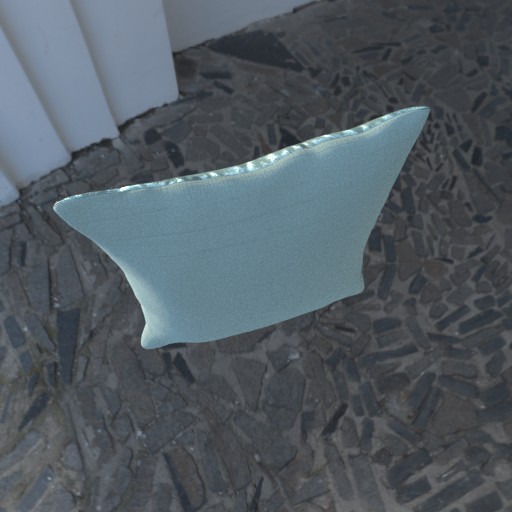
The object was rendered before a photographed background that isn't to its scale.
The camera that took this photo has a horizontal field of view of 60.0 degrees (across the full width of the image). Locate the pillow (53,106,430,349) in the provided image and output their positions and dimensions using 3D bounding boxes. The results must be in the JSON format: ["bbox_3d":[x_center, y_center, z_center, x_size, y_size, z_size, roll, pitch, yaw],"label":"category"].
[{"bbox_3d":[0.000,0.000,0.714,0.470,0.464,0.175,-15,60,-9],"label":"pillow"}]
